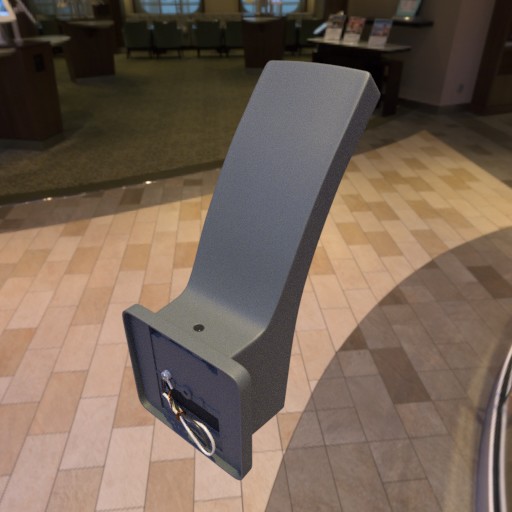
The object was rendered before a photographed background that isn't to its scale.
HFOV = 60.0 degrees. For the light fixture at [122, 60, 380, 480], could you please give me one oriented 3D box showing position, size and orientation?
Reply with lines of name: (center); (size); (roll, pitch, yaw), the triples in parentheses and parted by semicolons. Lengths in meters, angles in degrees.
light fixture: (0.000, 0.000, 0.319); (0.108, 0.243, 0.174); (23, 38, 32)
